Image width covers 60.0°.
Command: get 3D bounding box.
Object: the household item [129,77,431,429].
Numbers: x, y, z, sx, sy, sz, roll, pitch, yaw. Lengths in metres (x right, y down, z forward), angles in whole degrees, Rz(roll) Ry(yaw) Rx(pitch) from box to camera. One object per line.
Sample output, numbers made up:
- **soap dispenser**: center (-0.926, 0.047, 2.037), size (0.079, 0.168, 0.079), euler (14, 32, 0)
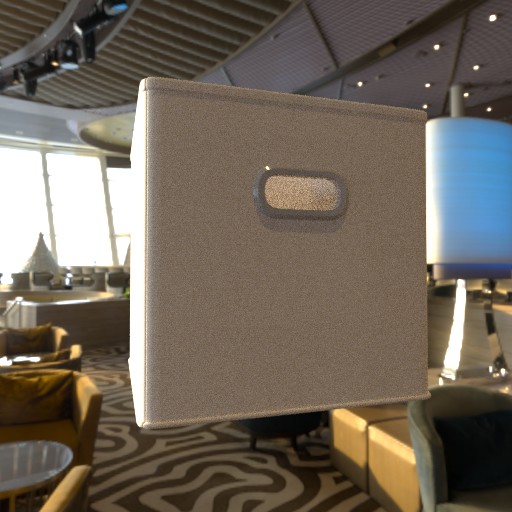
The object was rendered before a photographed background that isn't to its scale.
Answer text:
- **household item**: center (0.000, 0.000, 0.568), size (0.305, 0.305, 0.305), euler (0, -1, -18)
